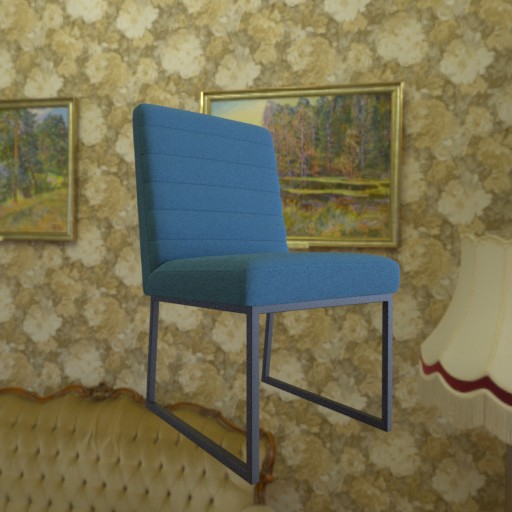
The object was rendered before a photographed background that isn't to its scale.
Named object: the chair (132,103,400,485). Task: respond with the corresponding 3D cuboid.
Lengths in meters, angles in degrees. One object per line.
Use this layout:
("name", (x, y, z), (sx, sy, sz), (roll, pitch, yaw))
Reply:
("chair", (0.000, 0.000, 1.280), (0.520, 0.930, 0.634), (-1, 1, -36))
